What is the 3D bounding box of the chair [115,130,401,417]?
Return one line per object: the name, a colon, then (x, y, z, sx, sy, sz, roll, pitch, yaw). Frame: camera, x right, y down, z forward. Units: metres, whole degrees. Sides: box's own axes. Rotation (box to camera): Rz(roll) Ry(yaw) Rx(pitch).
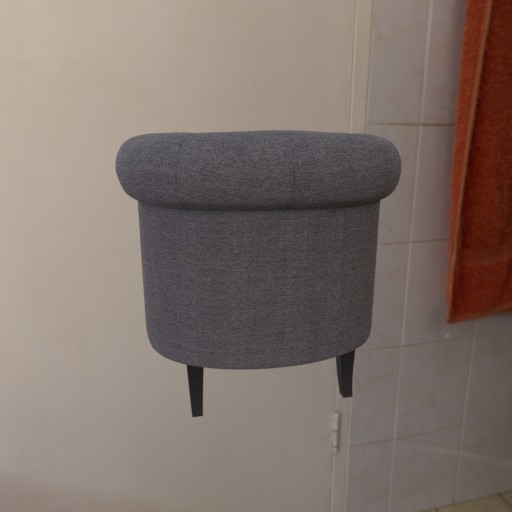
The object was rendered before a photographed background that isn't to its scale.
chair: (0.000, 0.000, 1.541, 0.905, 0.827, 0.852, -3, 15, -12)
